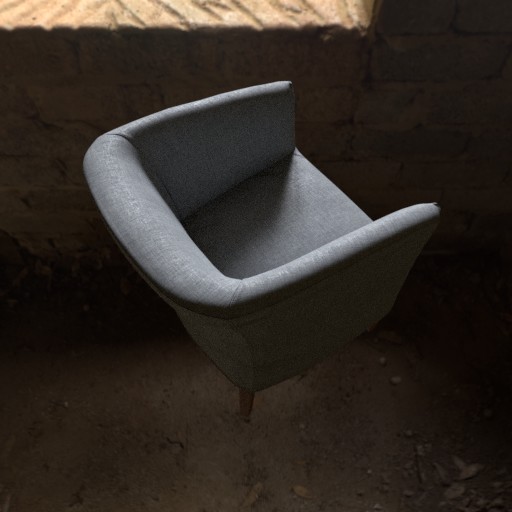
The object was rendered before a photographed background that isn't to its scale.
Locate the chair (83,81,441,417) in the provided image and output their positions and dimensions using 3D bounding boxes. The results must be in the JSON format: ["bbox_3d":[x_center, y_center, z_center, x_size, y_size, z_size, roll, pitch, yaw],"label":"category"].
[{"bbox_3d":[0.000,0.000,1.247,0.668,0.771,0.600,-30,62,-18],"label":"chair"}]
